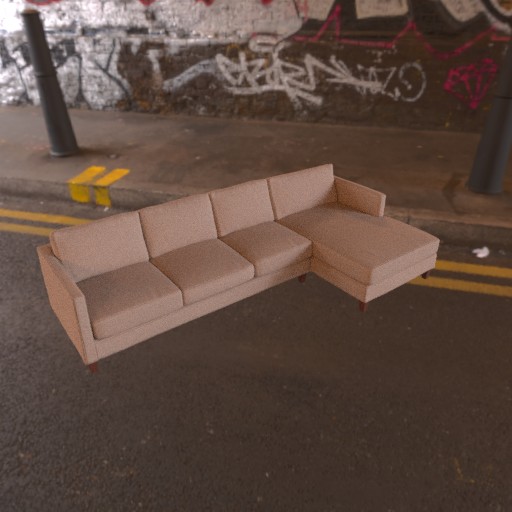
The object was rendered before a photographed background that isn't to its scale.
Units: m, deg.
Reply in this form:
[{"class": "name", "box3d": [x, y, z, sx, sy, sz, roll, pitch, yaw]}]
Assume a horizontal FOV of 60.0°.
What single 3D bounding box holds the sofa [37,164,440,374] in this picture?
[{"class": "sofa", "box3d": [0.000, 0.000, 3.907, 3.186, 0.861, 1.625, -20, 35, -32]}]
